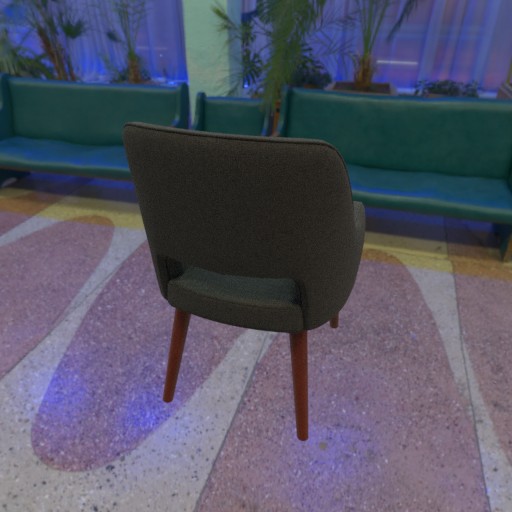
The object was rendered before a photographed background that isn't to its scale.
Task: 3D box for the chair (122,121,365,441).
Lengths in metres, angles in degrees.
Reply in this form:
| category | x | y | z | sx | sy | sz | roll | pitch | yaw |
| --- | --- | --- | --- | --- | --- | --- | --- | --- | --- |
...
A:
| category | x | y | z | sx | sy | sz | roll | pitch | yaw |
| --- | --- | --- | --- | --- | --- | --- | --- | --- | --- |
| chair | 0.000 | 0.000 | 1.232 | 0.559 | 0.838 | 0.560 | 10 | 34 | 15 |
